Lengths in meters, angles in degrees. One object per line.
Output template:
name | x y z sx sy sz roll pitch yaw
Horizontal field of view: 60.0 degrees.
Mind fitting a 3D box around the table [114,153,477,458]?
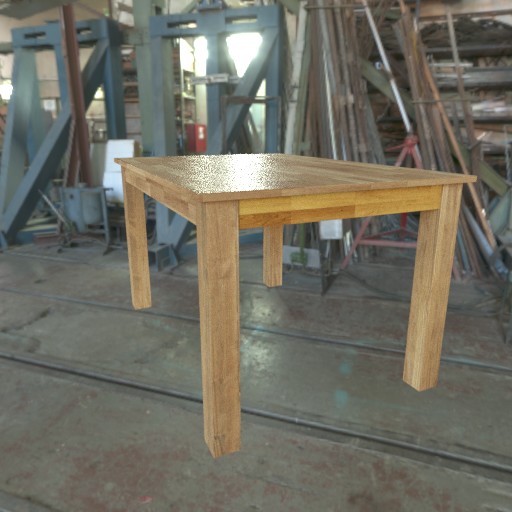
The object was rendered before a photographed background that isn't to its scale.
table | 0.000 0.000 1.856 0.900 0.750 1.300 -8 18 -24
